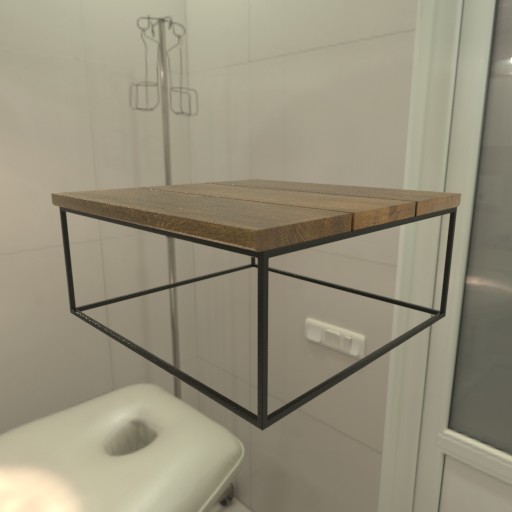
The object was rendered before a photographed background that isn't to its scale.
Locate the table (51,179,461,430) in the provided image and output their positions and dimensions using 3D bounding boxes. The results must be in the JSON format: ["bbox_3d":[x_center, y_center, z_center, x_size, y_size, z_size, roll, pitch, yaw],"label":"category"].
[{"bbox_3d":[0.000,0.000,1.423,0.900,0.400,0.900,-13,19,-43],"label":"table"}]
